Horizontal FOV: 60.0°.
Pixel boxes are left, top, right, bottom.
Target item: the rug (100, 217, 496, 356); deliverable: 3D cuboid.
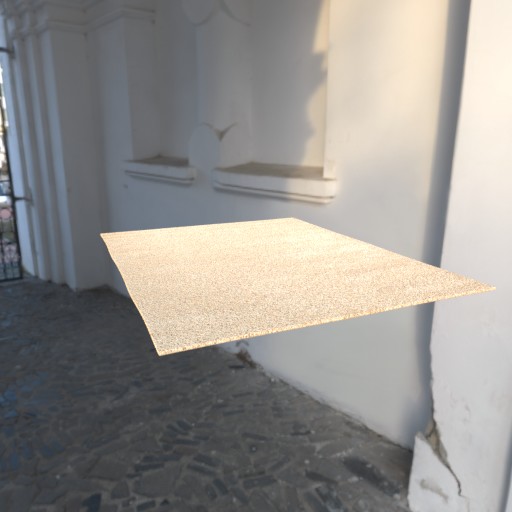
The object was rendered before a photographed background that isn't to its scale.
[{"bbox_3d":[0.000,0.000,4.007,2.400,0.026,3.000,-7,17,-23],"label":"rug"}]
